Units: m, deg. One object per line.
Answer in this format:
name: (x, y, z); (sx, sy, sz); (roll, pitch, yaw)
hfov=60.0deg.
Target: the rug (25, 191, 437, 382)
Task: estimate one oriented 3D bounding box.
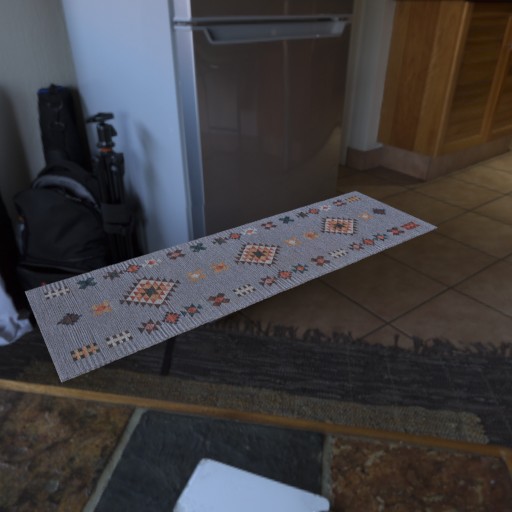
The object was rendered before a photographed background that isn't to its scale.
rug: (0.000, 0.000, 2.661); (2.432, 0.008, 0.766); (-19, 36, -29)
